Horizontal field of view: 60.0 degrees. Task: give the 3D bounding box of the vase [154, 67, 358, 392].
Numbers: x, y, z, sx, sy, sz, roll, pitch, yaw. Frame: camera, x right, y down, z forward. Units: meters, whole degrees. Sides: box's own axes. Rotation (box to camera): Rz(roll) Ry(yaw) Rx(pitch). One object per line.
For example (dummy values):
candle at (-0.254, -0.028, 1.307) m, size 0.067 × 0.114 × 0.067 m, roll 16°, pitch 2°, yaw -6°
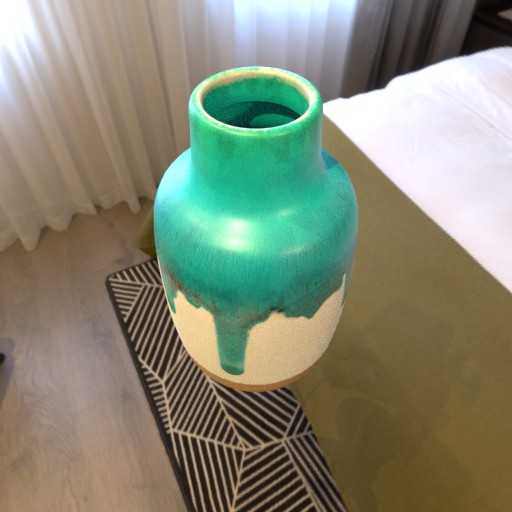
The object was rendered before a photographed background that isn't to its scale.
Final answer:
vase at (0.000, 0.000, 0.247) m, size 0.106 × 0.192 × 0.106 m, roll 0°, pitch 49°, yaw 0°
